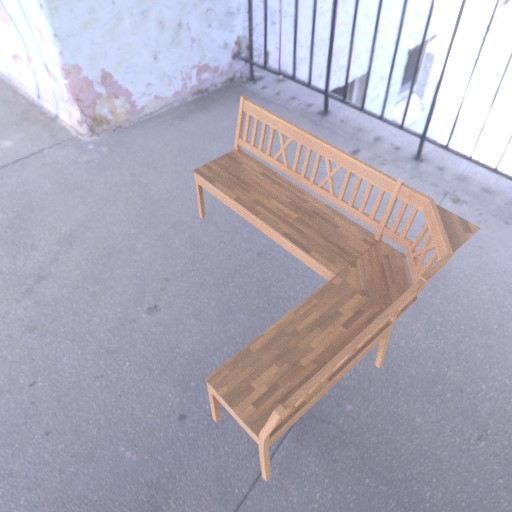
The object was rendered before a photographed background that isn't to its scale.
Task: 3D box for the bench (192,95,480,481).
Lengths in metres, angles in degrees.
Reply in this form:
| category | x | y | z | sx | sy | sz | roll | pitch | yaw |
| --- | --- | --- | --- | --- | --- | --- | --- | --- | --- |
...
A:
| category | x | y | z | sx | sy | sz | roll | pitch | yaw |
| --- | --- | --- | --- | --- | --- | --- | --- | --- | --- |
| bench | 0.000 | 0.000 | 2.807 | 1.537 | 0.902 | 1.937 | -34 | 56 | -27 |
